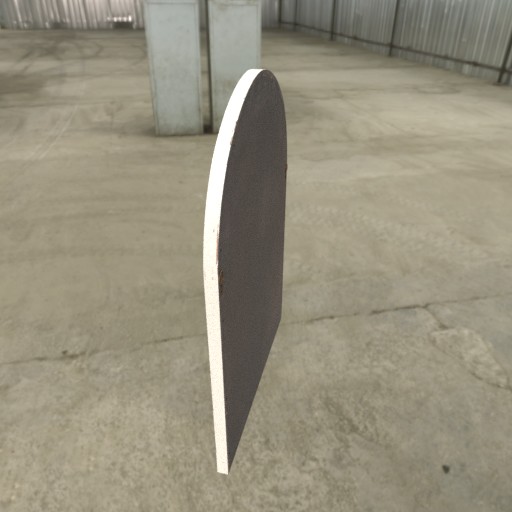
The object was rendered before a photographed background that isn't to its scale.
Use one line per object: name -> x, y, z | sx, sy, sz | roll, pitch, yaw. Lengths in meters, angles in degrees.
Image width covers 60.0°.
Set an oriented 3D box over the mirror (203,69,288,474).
mirror -> 0.000, 0.000, 1.178 | 0.032, 0.920, 0.660 | 8, 31, 13
